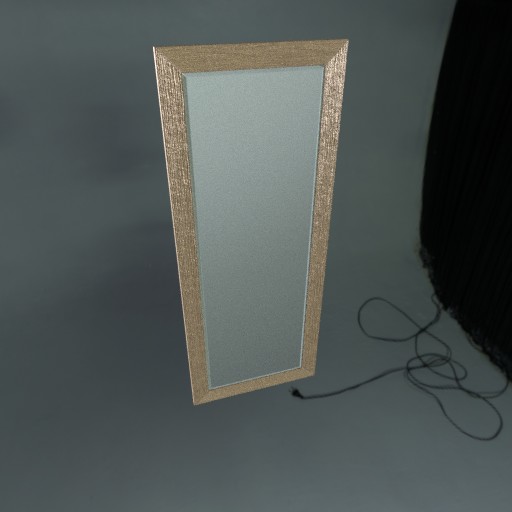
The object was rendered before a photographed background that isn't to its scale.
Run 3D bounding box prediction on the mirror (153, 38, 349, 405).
[{"bbox_3d":[0.000,0.000,2.325,0.812,2.031,0.026,-10,34,-15],"label":"mirror"}]
